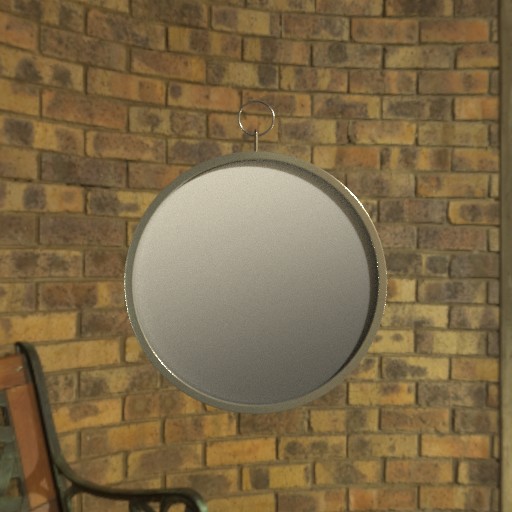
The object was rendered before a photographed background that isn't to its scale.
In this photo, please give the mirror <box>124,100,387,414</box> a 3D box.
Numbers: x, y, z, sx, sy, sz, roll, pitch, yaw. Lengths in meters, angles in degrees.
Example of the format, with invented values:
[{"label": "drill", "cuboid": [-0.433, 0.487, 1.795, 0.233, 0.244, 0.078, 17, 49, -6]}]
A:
[{"label": "mirror", "cuboid": [0.000, 0.000, 1.011, 0.594, 0.713, 0.020, 0, -1, -1]}]
